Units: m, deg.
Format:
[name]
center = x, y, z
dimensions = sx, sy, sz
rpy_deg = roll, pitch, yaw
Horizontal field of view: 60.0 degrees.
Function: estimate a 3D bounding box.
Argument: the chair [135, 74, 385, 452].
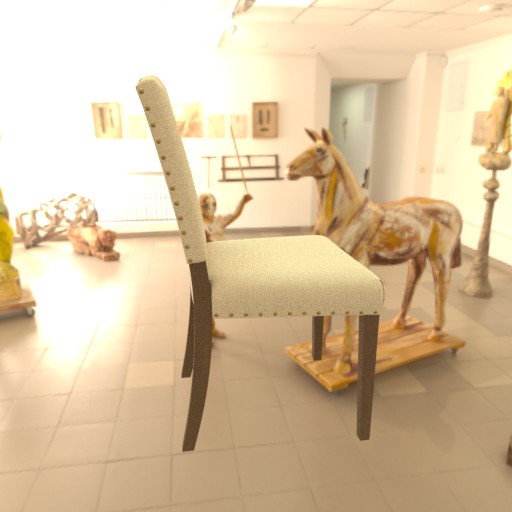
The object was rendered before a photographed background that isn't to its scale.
[chair]
center = 0.000, 0.000, 1.349
dimensions = 0.619, 1.015, 0.508
rpy_deg = -3, 17, -9
